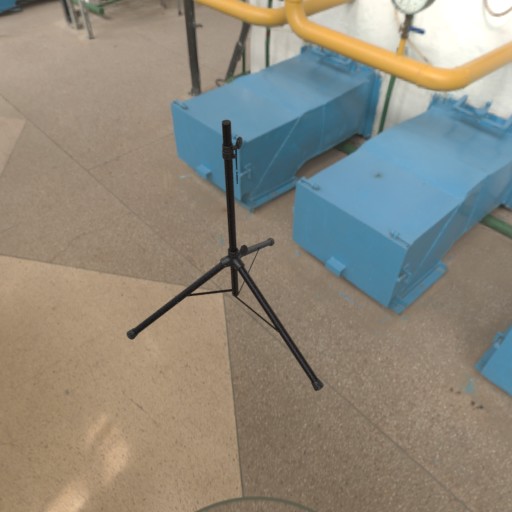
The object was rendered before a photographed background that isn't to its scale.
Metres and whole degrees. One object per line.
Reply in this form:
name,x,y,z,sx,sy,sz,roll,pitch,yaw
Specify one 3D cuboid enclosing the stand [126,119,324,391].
stand,0.000,0.000,1.905,1.045,1.136,0.907,-32,54,-28
